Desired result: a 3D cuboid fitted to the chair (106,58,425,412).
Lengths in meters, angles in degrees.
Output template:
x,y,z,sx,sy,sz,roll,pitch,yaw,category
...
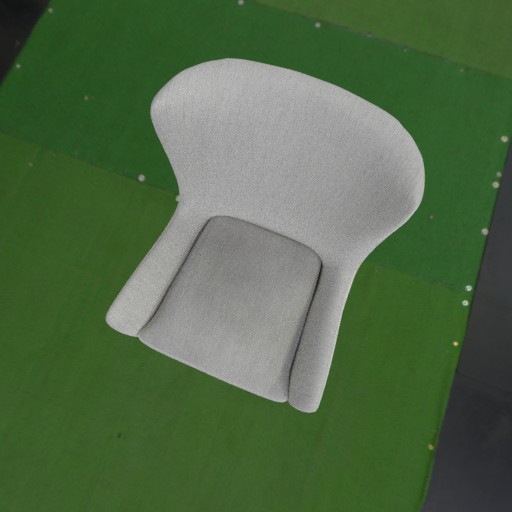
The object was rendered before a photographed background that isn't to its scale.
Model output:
x,y,z,sx,sy,sz,roll,pitch,yaw,category
0.000,0.000,1.617,0.779,1.000,0.904,22,77,5,chair
